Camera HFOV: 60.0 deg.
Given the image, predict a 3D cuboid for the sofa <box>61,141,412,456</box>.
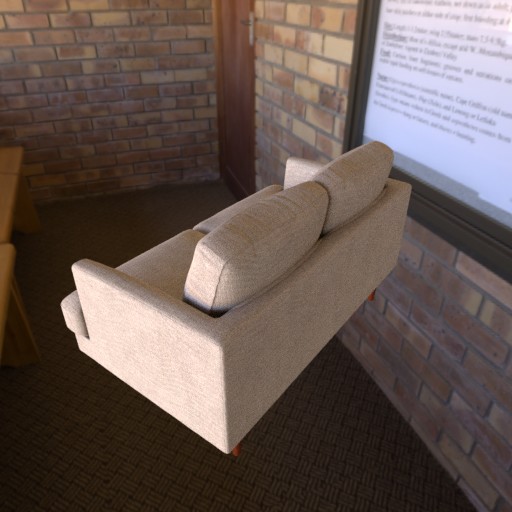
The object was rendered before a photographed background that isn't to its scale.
[{"bbox_3d":[0.000,0.000,2.149,0.903,0.944,1.582,22,38,31],"label":"sofa"}]
